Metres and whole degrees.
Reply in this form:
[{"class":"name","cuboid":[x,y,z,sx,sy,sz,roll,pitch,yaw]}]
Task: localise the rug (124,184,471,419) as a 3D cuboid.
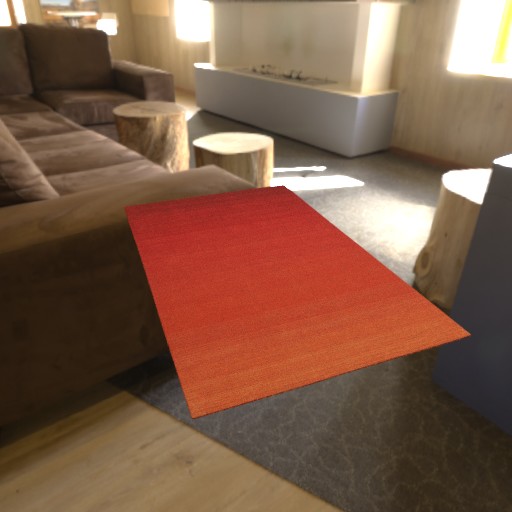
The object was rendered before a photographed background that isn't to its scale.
[{"class":"rug","cuboid":[0.000,0.000,3.122,1.531,0.010,2.442,-11,31,-18]}]
